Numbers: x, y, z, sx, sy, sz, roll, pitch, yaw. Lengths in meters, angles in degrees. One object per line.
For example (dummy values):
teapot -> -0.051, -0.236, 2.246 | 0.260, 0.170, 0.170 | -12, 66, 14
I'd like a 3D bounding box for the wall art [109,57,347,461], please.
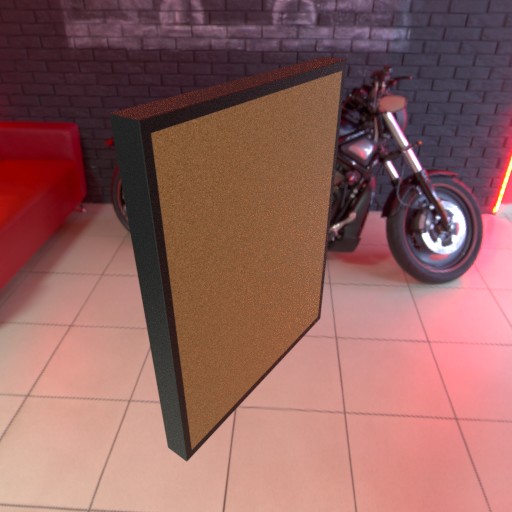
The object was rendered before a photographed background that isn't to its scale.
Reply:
wall art -> 0.000, 0.000, 0.491 | 0.030, 0.369, 0.294 | 22, 38, 30
